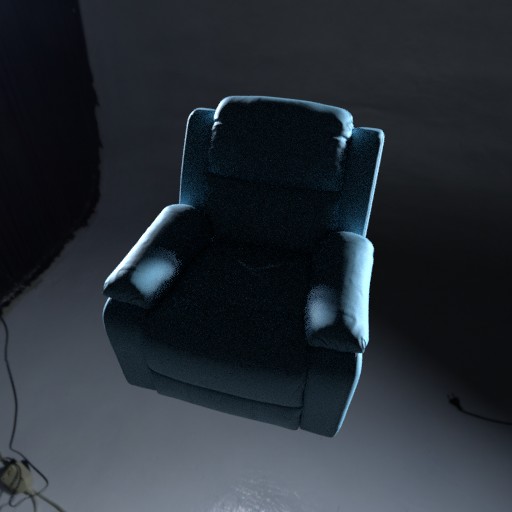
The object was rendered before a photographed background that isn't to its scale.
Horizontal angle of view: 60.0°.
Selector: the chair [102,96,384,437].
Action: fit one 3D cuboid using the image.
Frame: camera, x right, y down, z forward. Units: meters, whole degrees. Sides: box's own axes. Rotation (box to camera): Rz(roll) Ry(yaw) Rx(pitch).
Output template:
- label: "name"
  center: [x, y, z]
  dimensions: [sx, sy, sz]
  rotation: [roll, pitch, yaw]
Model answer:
- label: "chair"
  center: [0.000, 0.000, 1.289]
  dimensions: [0.680, 0.702, 0.709]
  rotation: [11, 42, 12]
